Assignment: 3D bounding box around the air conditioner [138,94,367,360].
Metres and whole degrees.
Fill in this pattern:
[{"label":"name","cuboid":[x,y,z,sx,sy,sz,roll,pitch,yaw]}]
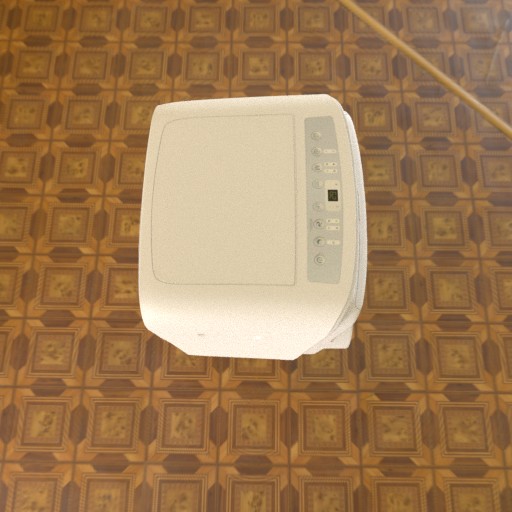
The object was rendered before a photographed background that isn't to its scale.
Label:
[{"label":"air conditioner","cuboid":[0.000,0.000,1.099,0.467,0.765,0.478,0,75,0]}]
